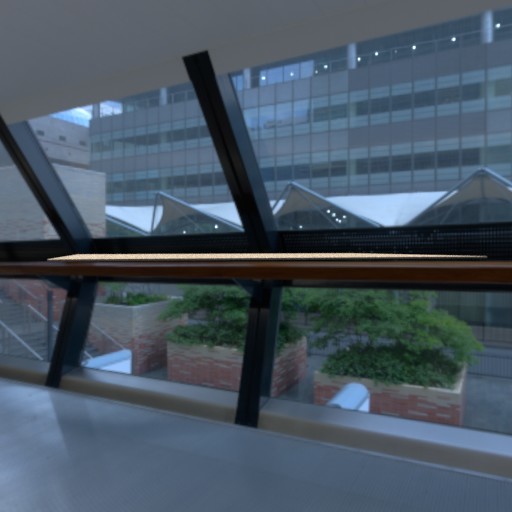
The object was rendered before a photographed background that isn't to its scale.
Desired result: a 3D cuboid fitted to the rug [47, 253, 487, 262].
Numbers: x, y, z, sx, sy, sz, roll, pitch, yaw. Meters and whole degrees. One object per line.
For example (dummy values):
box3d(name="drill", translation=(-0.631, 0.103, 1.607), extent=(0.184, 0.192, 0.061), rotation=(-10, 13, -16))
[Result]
box3d(name="rug", translation=(0.000, 0.000, 2.256), extent=(1.783, 0.008, 1.175), rotation=(0, 1, -18))
